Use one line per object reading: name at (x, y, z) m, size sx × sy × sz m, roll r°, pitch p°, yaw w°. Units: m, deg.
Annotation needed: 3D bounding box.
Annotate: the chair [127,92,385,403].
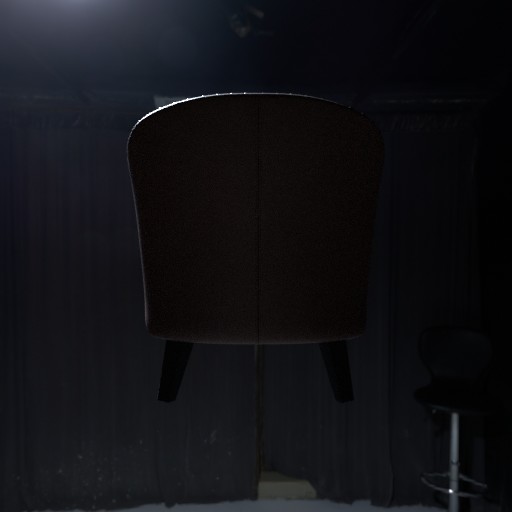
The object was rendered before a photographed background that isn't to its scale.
chair at (0.000, 0.000, 1.462) m, size 0.794 × 0.823 × 0.748 m, roll 0°, pitch 1°, yaw 0°
